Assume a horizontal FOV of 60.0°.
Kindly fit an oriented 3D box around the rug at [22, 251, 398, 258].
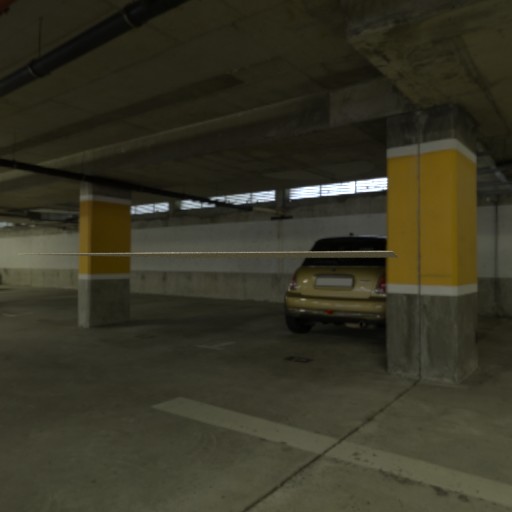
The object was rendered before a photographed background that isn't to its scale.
[{"bbox_3d":[0.000,0.000,3.941,2.391,0.005,2.880,0,-1,18],"label":"rug"}]
